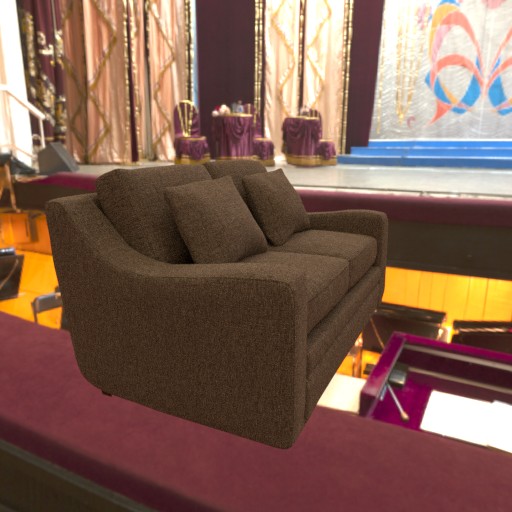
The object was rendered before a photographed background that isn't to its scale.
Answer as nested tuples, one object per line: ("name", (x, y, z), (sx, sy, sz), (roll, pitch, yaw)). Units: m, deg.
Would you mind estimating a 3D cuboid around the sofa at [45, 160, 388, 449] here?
("sofa", (0.000, 0.000, 2.408), (1.120, 0.991, 1.778), (7, 16, 25))
